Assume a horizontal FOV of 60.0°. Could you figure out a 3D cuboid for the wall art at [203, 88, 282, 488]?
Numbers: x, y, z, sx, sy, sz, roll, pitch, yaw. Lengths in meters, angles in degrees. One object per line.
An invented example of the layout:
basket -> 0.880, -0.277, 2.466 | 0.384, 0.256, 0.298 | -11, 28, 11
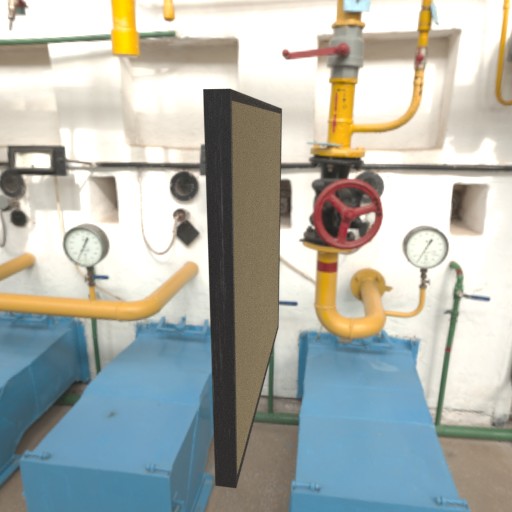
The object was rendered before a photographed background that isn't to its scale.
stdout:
wall art -> 0.000, 0.000, 1.155 | 0.043, 0.758, 0.762 | 3, 16, 9
